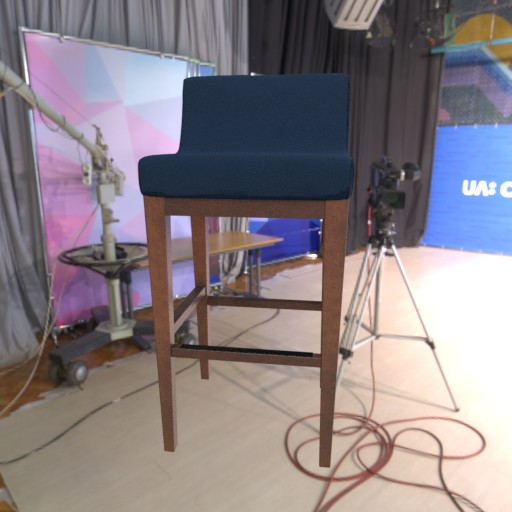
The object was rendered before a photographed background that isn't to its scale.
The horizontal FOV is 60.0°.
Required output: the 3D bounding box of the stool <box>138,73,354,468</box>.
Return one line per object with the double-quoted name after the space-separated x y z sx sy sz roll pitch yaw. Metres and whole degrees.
0.000 0.000 1.293 0.511 1.037 0.500 2 15 8 "stool"
